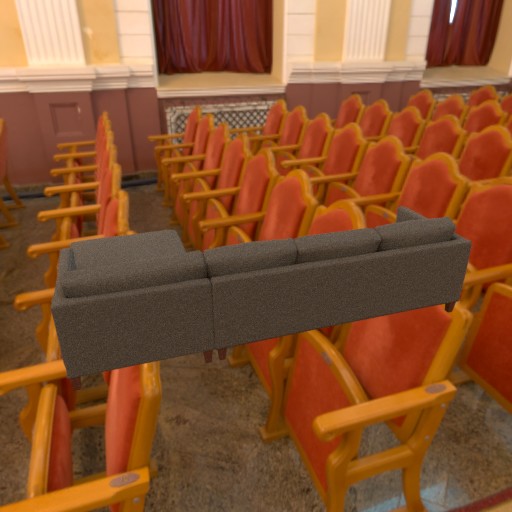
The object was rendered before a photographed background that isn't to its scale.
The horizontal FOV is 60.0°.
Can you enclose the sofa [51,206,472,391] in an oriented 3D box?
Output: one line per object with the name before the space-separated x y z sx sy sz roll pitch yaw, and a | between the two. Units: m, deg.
sofa | 0.000 0.000 3.941 3.186 0.846 1.625 -8 27 -16
